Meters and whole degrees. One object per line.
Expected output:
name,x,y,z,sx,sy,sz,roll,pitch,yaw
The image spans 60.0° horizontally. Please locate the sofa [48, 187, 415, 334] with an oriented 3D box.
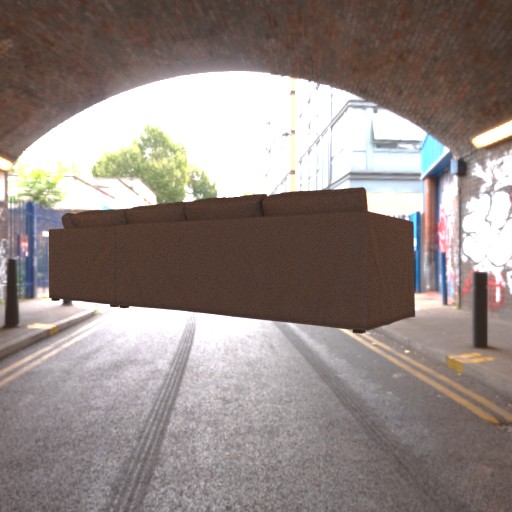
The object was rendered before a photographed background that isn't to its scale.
sofa,0.000,0.000,4.310,3.182,0.871,2.432,0,0,35
